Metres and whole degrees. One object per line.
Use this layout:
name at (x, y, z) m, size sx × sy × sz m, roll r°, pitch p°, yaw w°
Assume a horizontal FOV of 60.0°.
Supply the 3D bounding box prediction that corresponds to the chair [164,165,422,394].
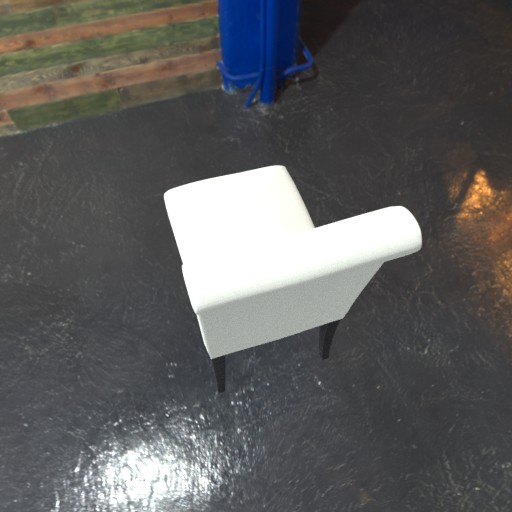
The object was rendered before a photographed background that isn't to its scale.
chair at (0.000, 0.000, 1.361) m, size 0.452 × 0.976 × 0.708 m, roll -15°, pitch 59°, yaw -9°
